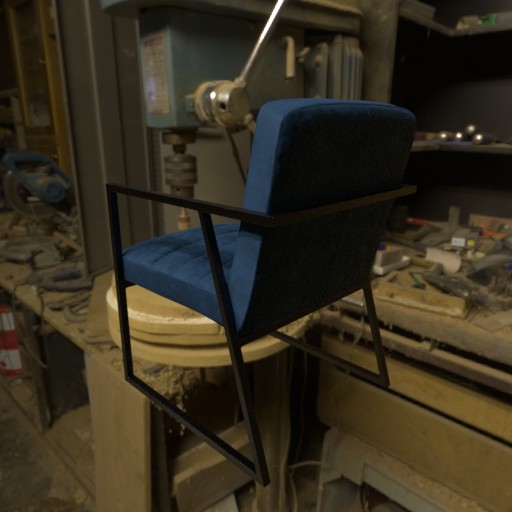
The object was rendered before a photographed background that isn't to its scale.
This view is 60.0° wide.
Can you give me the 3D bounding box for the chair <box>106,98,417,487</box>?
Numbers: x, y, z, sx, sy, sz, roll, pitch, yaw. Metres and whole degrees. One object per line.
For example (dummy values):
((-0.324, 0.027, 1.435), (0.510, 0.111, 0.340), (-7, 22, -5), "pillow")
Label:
((0.000, 0.000, 1.274), (0.677, 0.833, 0.571), (16, 24, 42), "chair")
